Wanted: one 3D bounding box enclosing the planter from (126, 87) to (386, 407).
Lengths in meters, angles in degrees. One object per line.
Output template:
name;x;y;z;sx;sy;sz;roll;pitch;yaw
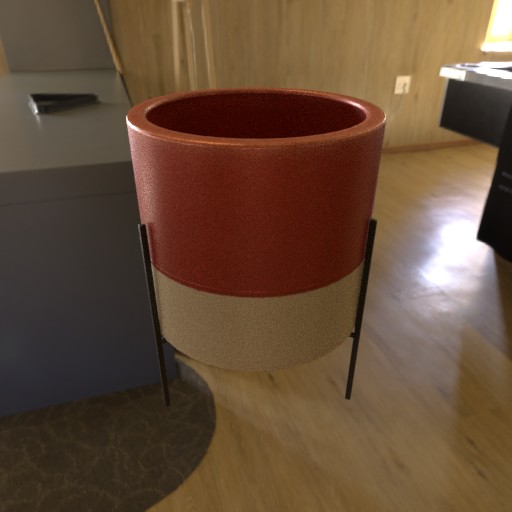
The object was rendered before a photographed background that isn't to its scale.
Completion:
planter;0.000;0.000;0.718;0.345;0.465;0.354;-1;30;-2
